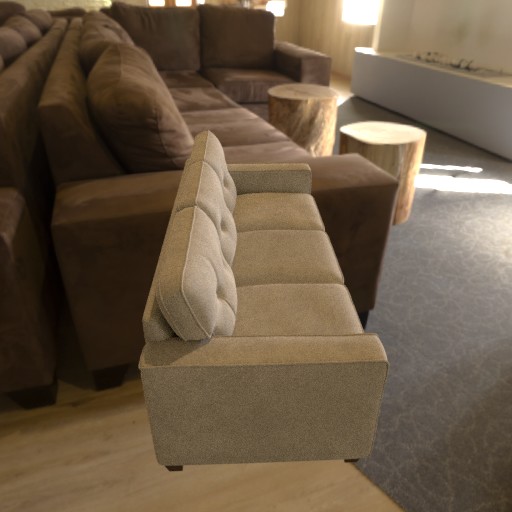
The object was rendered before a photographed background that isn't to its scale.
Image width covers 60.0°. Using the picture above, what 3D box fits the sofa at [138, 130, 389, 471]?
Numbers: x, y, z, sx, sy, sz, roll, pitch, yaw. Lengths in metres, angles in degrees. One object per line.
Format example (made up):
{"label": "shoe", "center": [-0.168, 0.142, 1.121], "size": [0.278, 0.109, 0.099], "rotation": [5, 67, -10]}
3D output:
{"label": "sofa", "center": [0.000, 0.000, 2.578], "size": [0.939, 0.965, 2.133], "rotation": [-1, 31, -2]}
